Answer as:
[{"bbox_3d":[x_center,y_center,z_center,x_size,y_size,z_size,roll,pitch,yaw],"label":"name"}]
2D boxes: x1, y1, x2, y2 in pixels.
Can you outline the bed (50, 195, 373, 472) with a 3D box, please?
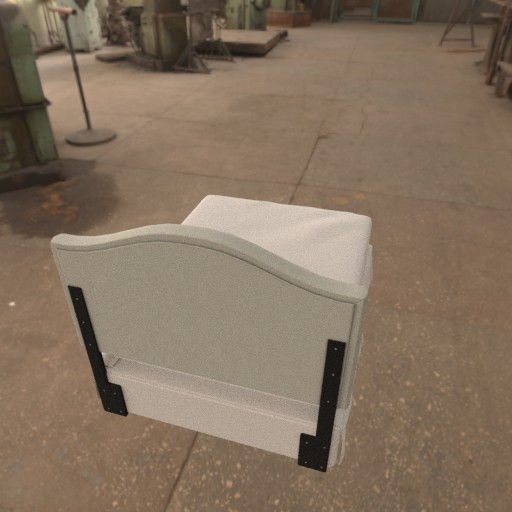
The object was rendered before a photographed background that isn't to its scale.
[{"bbox_3d":[0.000,0.000,3.418,1.813,1.607,2.180,10,35,14],"label":"bed"}]
